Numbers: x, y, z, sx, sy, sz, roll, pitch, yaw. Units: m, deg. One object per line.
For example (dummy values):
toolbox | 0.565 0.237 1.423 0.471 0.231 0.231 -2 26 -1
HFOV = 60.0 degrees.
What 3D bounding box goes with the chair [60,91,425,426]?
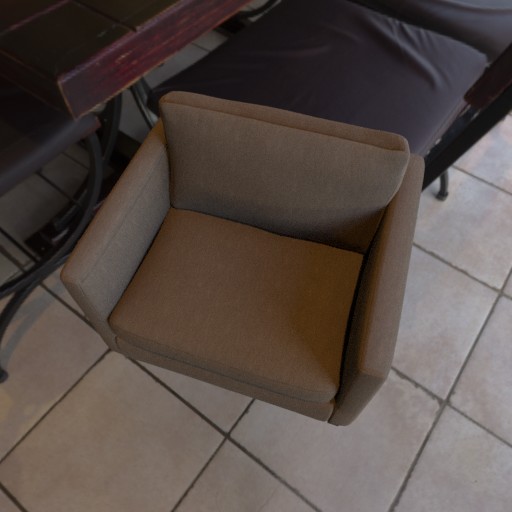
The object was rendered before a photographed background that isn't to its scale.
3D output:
chair | 0.000 0.000 1.791 1.107 0.963 0.959 15 59 10
